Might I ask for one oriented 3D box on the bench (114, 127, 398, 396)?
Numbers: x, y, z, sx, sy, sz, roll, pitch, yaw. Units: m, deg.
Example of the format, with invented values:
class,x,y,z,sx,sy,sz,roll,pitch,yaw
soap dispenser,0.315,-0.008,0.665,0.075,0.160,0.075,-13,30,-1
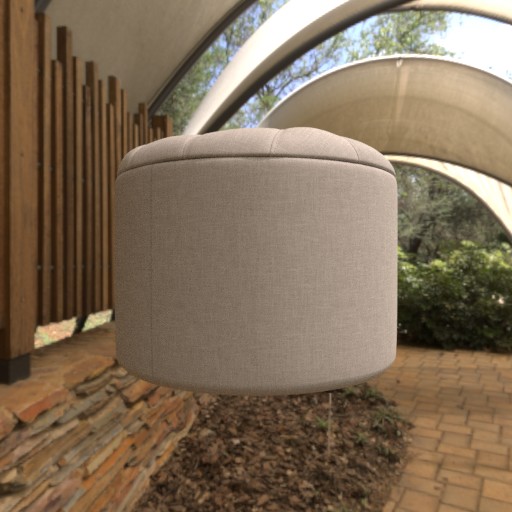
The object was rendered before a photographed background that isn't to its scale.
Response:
class,x,y,z,sx,sy,sz,roll,pitch,yaw
bench,0.000,0.000,0.987,0.600,0.453,0.600,0,1,0
